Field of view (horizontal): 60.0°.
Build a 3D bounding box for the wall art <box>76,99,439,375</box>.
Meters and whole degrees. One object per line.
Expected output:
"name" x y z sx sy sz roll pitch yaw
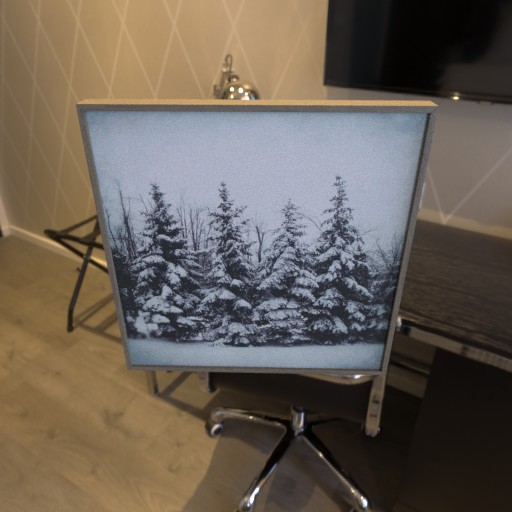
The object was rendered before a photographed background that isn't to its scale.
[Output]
"wall art" 0.000 0.000 0.761 0.507 0.507 0.037 1 30 1
